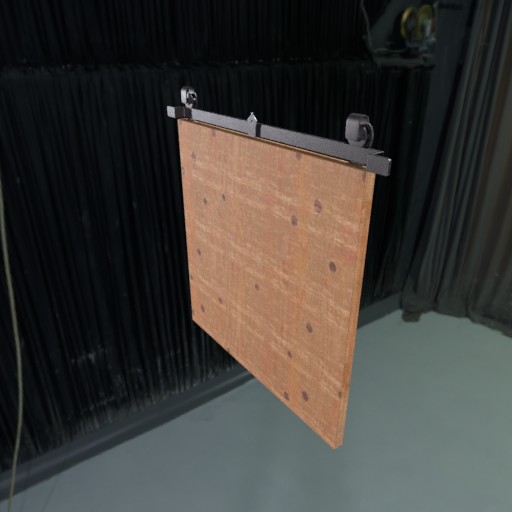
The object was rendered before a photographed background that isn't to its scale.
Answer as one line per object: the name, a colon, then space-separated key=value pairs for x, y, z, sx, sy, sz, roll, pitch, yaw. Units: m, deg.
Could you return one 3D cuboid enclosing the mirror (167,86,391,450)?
mirror: x=0.000 y=0.000 z=1.185 sx=0.054 sy=0.800 sz=0.805 roll=-18 pitch=32 yaw=-33
